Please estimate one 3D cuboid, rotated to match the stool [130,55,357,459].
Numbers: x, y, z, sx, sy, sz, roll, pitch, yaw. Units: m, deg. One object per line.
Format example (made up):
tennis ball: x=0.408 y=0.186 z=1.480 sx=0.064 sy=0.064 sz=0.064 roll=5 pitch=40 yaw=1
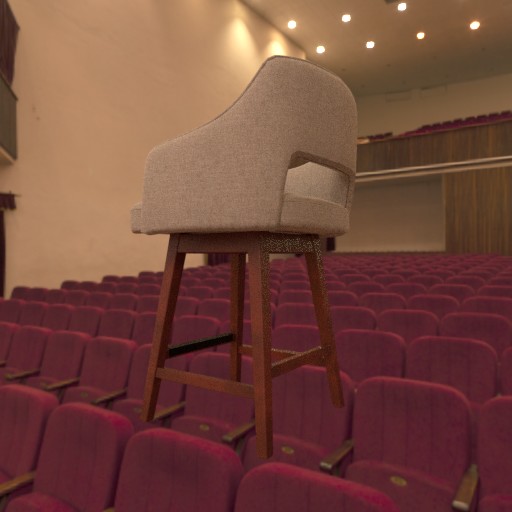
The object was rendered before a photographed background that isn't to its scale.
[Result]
stool: x=0.000 y=0.000 z=1.314 sx=0.558 sy=0.944 sz=0.599 roll=0 pitch=0 yaw=35
